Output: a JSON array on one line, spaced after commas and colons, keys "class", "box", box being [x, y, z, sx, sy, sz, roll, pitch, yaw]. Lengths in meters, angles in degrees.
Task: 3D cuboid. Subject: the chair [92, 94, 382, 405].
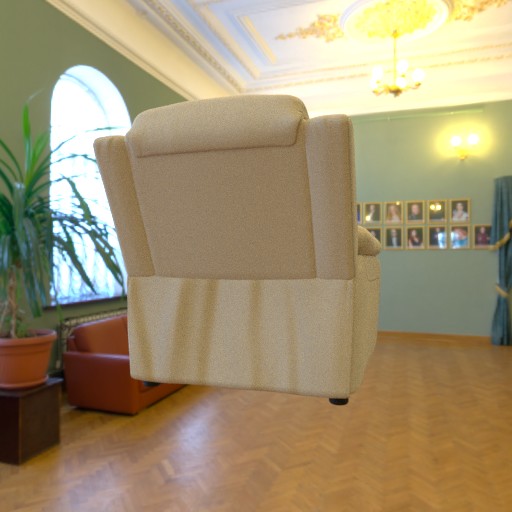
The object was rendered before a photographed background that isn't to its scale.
[{"class": "chair", "box": [0.000, 0.000, 1.268, 0.680, 0.702, 0.709, 0, 0, 17]}]
